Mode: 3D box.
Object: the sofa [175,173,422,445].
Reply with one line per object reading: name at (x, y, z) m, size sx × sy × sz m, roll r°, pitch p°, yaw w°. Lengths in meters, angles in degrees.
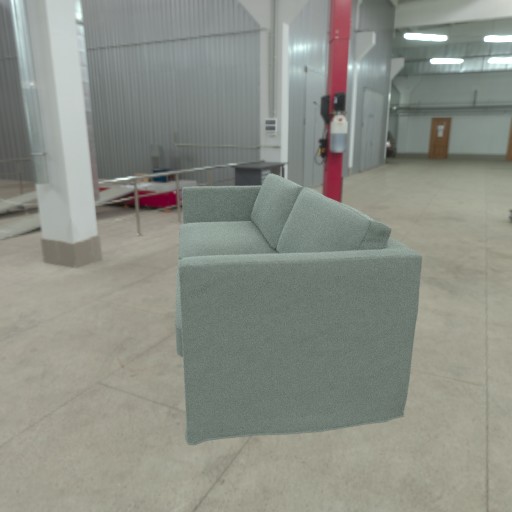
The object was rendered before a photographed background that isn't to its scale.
sofa at (0.000, 0.000, 2.767) m, size 0.962 × 0.853 × 2.312 m, roll -2°, pitch 16°, yaw -8°
